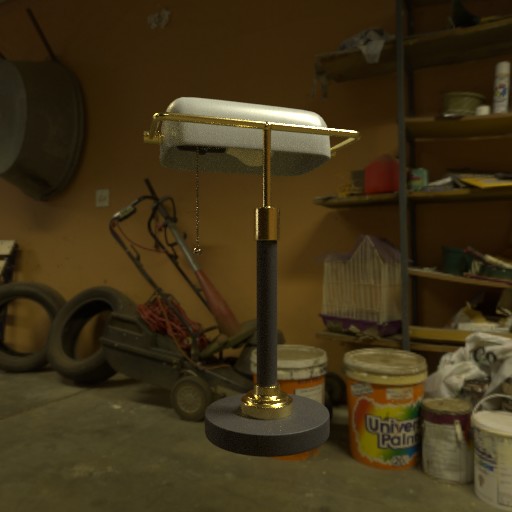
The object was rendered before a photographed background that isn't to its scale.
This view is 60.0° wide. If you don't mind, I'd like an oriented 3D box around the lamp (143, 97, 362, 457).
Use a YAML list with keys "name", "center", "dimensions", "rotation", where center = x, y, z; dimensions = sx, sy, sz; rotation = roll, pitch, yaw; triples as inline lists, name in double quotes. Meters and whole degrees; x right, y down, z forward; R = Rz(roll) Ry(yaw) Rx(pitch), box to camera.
- name: "lamp"
  center: [0.000, 0.000, 0.556]
  dimensions: [0.269, 0.404, 0.227]
  rotation: [0, 0, -18]
